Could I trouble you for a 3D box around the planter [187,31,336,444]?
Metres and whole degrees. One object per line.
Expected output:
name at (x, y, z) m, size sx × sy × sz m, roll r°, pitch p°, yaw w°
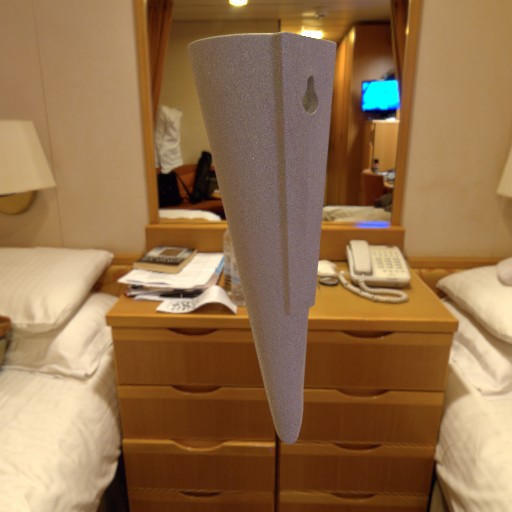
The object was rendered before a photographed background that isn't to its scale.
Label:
planter at (0.000, 0.000, 0.221) m, size 0.057 × 0.191 × 0.064 m, roll -15°, pitch 22°, yaw -42°
